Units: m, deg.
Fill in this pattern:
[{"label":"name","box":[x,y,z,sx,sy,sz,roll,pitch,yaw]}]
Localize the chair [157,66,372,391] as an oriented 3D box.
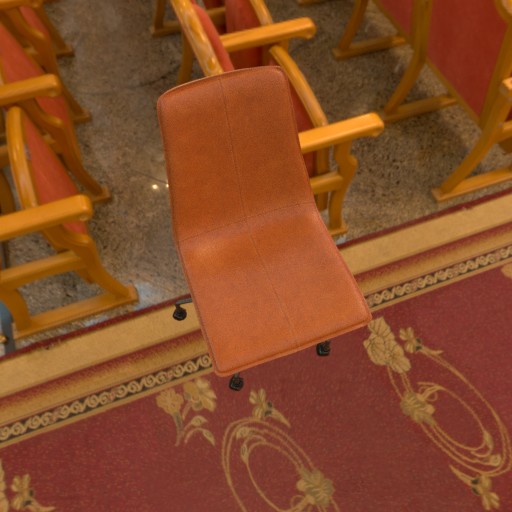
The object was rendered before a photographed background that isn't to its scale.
[{"label":"chair","box":[0.000,0.000,1.396,0.651,0.920,0.660,-18,63,-9]}]
